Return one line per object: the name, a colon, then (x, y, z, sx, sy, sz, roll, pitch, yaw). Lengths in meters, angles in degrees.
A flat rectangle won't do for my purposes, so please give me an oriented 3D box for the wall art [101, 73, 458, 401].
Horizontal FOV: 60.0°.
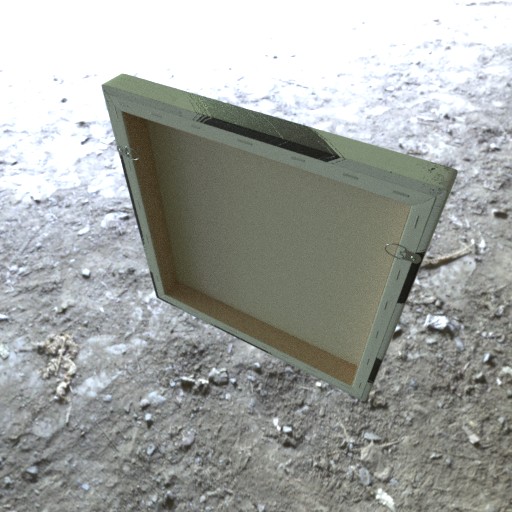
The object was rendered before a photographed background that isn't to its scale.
wall art: (0.000, 0.000, 0.762, 0.507, 0.508, 0.050, 23, 50, 20)
